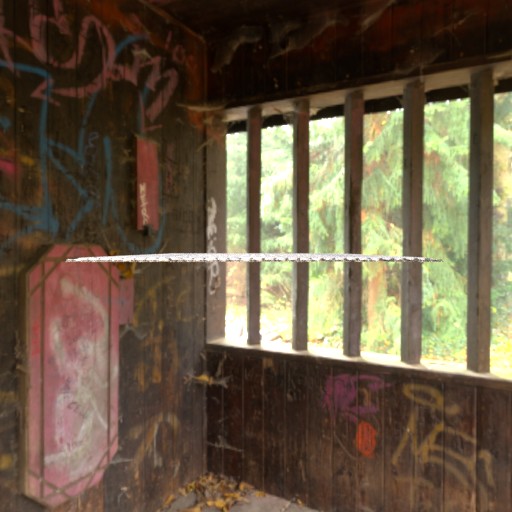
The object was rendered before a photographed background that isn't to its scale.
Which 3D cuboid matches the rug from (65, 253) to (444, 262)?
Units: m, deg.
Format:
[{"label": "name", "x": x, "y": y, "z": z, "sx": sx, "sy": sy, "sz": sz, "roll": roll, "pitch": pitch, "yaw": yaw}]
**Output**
[{"label": "rug", "x": 0.000, "y": 0.000, "z": 2.364, "sx": 1.243, "sy": 0.013, "sz": 1.872, "roll": 0, "pitch": 1, "yaw": 0}]
